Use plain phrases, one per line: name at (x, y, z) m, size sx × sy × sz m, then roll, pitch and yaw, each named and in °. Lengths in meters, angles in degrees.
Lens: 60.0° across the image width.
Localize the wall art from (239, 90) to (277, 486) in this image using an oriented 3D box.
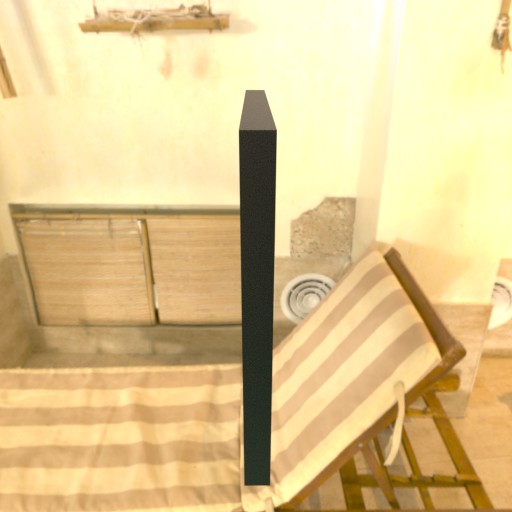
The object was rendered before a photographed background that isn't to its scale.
wall art at (0.000, 0.000, 0.771) m, size 0.038 × 0.506 × 0.506 m, roll 0°, pitch 25°, yaw 0°
